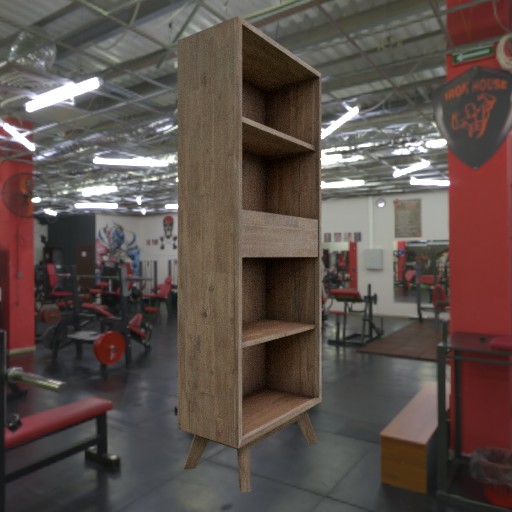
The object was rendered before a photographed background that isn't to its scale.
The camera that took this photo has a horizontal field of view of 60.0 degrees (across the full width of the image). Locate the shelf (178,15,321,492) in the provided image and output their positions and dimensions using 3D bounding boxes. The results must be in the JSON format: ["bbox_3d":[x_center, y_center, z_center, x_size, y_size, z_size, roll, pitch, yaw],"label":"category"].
[{"bbox_3d":[0.000,0.000,1.505,0.267,1.342,0.491,0,0,36],"label":"shelf"}]
